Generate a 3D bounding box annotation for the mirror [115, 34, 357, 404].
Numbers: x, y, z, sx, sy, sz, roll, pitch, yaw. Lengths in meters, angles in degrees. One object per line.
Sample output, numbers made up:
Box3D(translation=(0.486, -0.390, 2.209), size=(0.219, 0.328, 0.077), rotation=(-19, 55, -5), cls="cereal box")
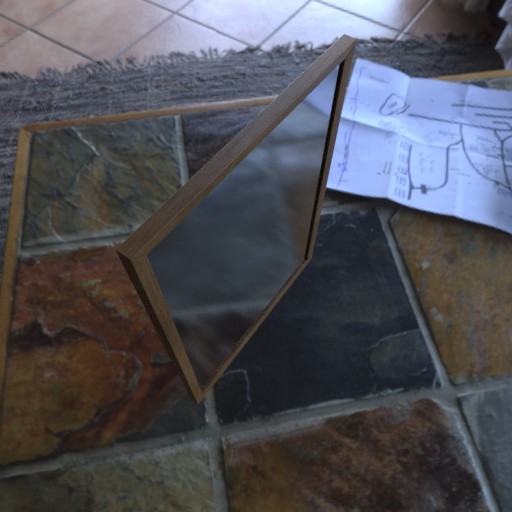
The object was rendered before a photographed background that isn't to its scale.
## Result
Box3D(translation=(0.000, 0.000, 1.335), size=(0.040, 1.016, 0.762), rotation=(32, 64, 18), cls="mirror")
